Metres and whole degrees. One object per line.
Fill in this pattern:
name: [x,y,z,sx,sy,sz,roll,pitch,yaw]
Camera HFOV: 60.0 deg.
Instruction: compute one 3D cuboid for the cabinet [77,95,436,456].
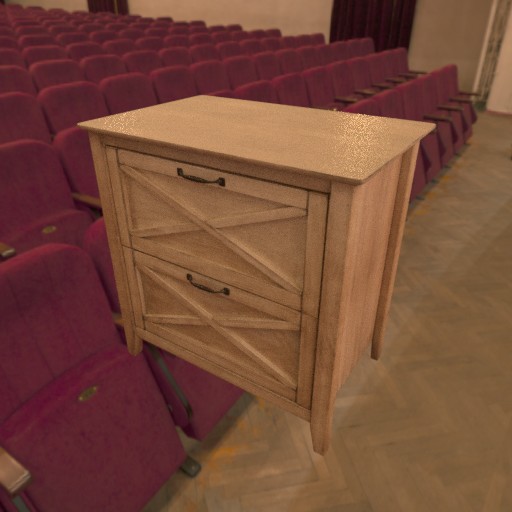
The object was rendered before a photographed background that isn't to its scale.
cabinet: [0.000,0.000,1.299,0.763,0.762,0.503,18,34,29]
